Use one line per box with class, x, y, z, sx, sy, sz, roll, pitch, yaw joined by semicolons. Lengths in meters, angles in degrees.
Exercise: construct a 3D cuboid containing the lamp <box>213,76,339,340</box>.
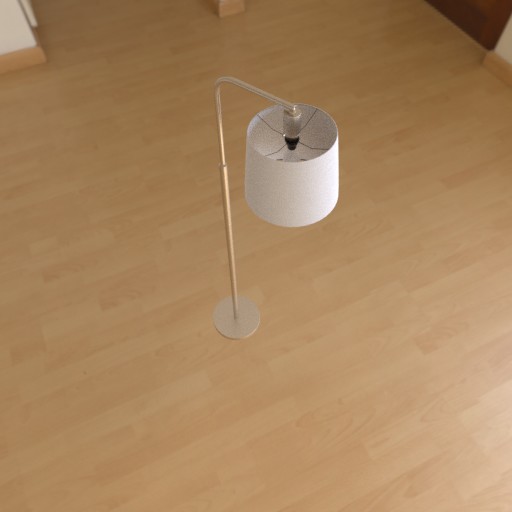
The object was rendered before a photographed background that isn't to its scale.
lamp;0.000;0.000;1.651;0.508;1.478;0.254;35;64;20
